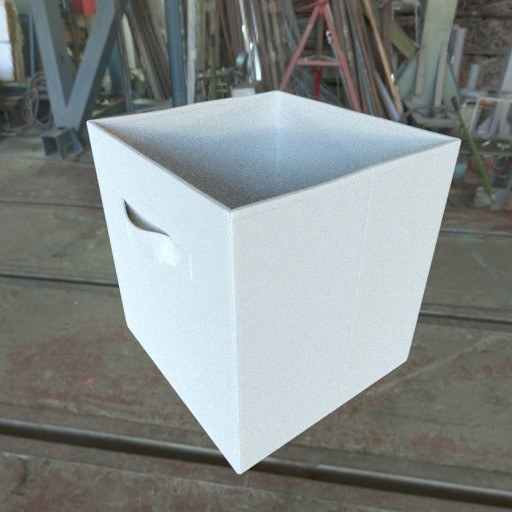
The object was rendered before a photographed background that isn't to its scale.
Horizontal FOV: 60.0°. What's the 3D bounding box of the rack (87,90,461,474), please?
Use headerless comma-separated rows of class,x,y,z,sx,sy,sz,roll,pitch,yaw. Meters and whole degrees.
rack,0.000,0.000,0.495,0.270,0.280,0.270,-21,38,-30
